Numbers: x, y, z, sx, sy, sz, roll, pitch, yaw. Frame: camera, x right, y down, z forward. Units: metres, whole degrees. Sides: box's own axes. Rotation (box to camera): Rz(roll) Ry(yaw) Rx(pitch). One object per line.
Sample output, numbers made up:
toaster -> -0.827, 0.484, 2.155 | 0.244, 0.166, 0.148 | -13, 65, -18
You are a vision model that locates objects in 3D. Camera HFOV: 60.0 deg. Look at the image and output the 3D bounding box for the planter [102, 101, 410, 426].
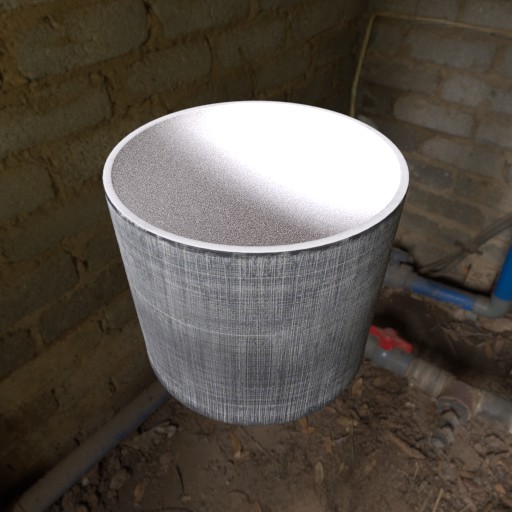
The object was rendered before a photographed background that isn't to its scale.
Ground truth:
planter -> 0.000, 0.000, 0.450 | 0.254, 0.221, 0.254 | 0, 40, 0
